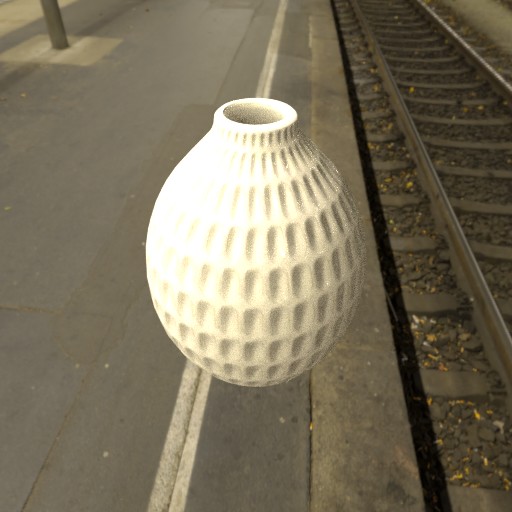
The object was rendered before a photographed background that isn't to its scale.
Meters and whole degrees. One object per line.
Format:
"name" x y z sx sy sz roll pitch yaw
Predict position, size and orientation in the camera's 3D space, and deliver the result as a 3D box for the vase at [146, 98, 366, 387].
"vase" 0.000 0.000 0.334 0.162 0.223 0.162 0 39 0
